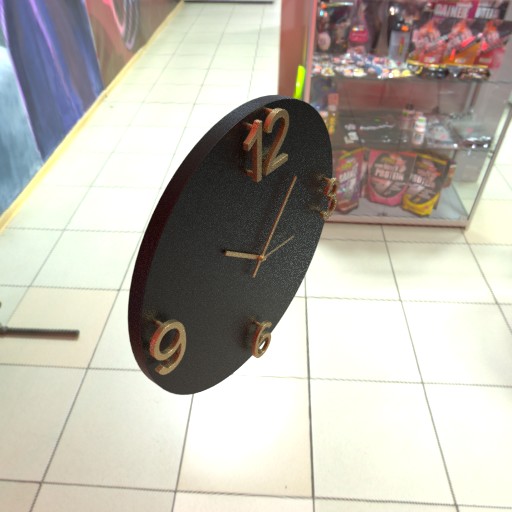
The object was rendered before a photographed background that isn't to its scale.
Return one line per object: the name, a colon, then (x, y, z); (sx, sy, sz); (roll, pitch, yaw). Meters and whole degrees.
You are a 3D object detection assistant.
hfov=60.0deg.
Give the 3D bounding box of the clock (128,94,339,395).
clock: (0.000, 0.000, 0.659); (0.038, 0.454, 0.454); (25, 47, 26)
